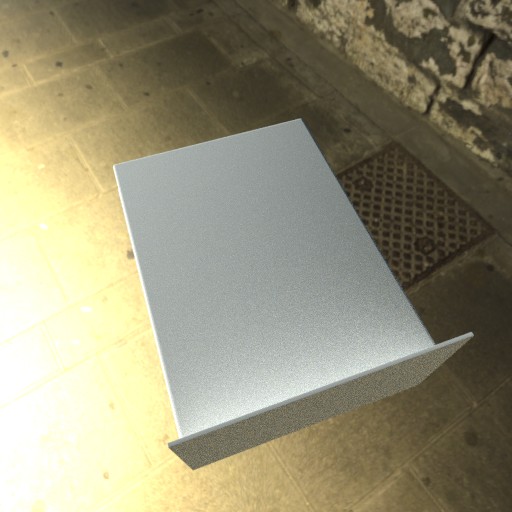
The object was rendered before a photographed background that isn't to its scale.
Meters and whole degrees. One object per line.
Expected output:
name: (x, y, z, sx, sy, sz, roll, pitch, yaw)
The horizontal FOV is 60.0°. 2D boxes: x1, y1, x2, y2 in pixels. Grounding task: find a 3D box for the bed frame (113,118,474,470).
bed frame: (0.000, 0.000, 2.671, 1.400, 0.800, 1.900, -17, 60, -10)
